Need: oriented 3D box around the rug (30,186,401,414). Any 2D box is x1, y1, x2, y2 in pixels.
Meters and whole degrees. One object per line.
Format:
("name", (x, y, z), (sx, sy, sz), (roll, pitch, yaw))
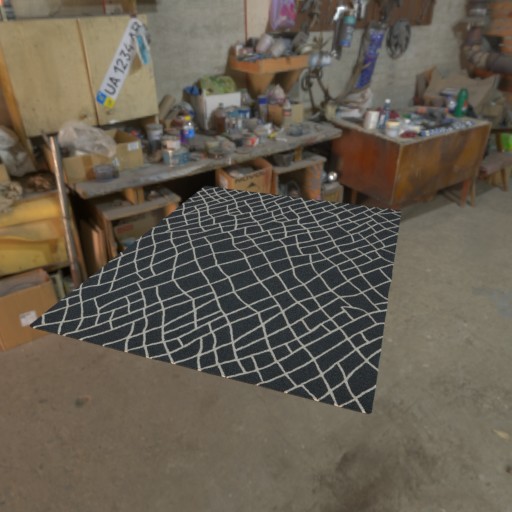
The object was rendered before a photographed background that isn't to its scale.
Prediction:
("rug", (0.000, 0.000, 4.108), (2.439, 0.022, 3.047), (10, 31, 16))
